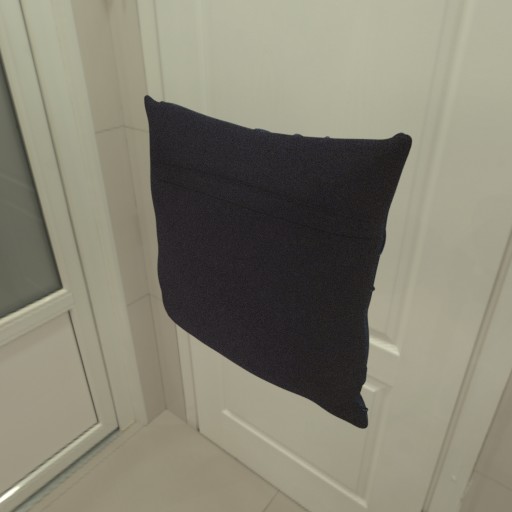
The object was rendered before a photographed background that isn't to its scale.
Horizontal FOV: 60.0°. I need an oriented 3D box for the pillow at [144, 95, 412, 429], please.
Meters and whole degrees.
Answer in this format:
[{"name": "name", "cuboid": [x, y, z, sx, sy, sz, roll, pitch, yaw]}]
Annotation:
[{"name": "pillow", "cuboid": [0.000, 0.000, 0.682, 0.439, 0.440, 0.183, 22, 37, 32]}]
